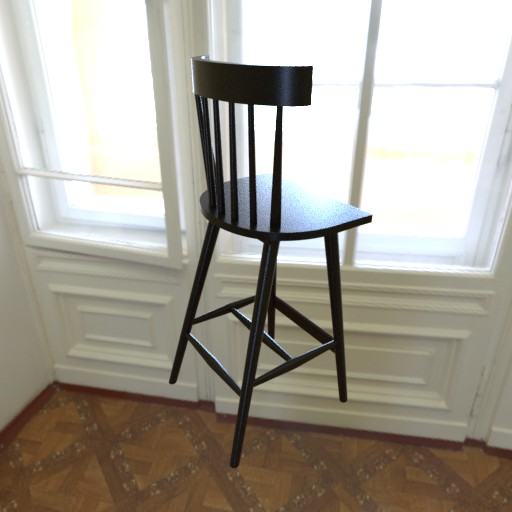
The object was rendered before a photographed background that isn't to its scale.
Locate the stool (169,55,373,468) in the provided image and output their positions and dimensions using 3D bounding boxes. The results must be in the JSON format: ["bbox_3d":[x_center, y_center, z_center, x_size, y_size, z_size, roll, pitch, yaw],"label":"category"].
[{"bbox_3d":[0.000,0.000,1.345,0.483,1.092,0.482,-18,32,-31],"label":"stool"}]
